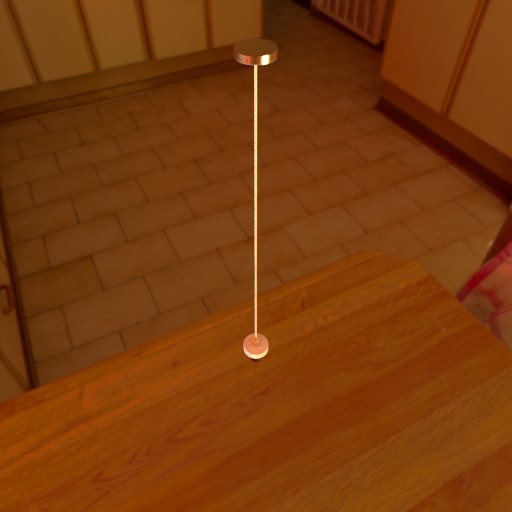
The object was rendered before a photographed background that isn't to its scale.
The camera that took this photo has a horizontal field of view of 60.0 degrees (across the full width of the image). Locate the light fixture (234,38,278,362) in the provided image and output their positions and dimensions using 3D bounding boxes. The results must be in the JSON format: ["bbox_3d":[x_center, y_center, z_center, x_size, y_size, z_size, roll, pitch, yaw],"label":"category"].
[{"bbox_3d":[0.000,0.000,1.818,0.129,1.669,0.129,25,52,21],"label":"light fixture"}]
